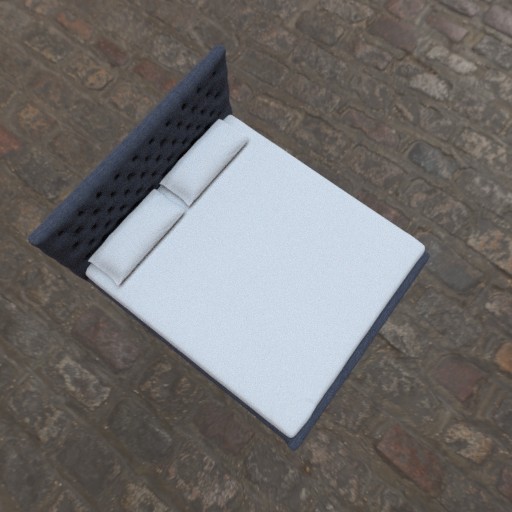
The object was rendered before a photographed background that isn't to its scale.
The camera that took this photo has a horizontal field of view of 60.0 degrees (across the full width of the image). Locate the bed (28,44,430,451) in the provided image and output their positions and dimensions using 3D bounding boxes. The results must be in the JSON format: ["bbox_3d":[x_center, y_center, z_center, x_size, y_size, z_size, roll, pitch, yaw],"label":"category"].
[{"bbox_3d":[0.000,0.000,3.682,2.387,1.427,2.078,37,76,10],"label":"bed"}]
